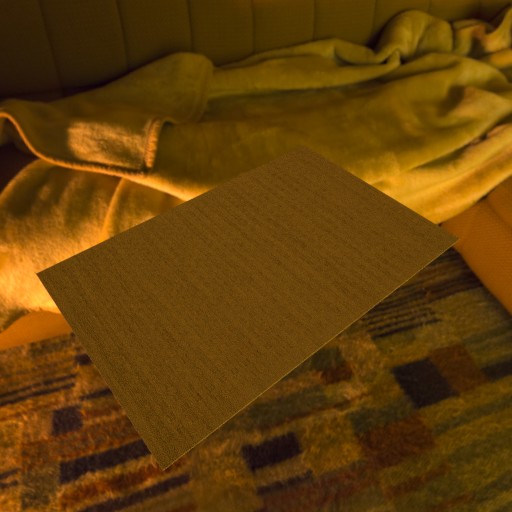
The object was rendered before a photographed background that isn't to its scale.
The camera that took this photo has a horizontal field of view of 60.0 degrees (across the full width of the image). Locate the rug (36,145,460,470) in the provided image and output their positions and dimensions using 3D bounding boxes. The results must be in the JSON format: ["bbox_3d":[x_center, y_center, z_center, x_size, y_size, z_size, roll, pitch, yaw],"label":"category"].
[{"bbox_3d":[0.000,0.000,2.176,1.752,0.006,1.142,-31,53,-26],"label":"rug"}]
